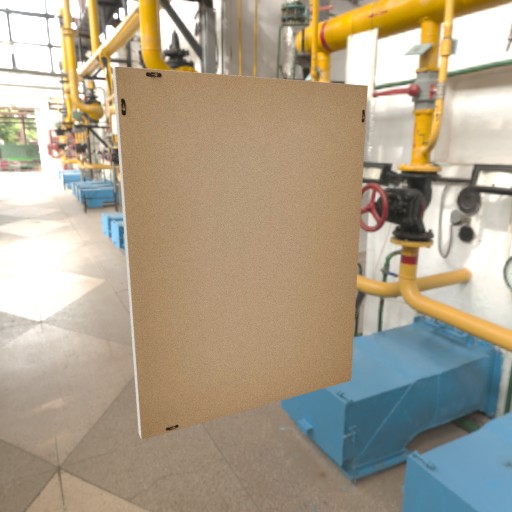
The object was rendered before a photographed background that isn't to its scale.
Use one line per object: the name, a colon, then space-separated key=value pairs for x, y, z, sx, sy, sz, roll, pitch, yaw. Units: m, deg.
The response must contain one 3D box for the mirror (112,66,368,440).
mirror: x=0.000 y=0.000 z=1.349 sx=0.762 sy=1.016 sz=0.041 roll=-7 pitch=15 yaw=-26
